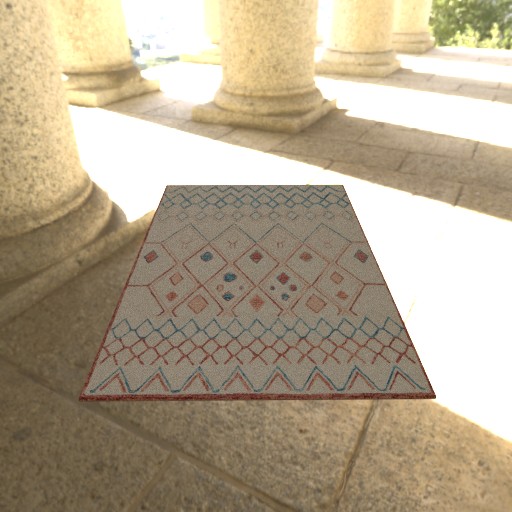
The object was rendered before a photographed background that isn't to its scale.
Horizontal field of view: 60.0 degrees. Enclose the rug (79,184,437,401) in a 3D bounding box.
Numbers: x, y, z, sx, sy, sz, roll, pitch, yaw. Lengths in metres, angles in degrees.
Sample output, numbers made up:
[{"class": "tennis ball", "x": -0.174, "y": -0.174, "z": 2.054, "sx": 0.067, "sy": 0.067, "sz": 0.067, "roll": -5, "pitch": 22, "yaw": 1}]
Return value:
[{"class": "rug", "x": 0.000, "y": 0.000, "z": 2.277, "sx": 1.219, "sy": 0.016, "sz": 1.829, "roll": 0, "pitch": 32, "yaw": 0}]
